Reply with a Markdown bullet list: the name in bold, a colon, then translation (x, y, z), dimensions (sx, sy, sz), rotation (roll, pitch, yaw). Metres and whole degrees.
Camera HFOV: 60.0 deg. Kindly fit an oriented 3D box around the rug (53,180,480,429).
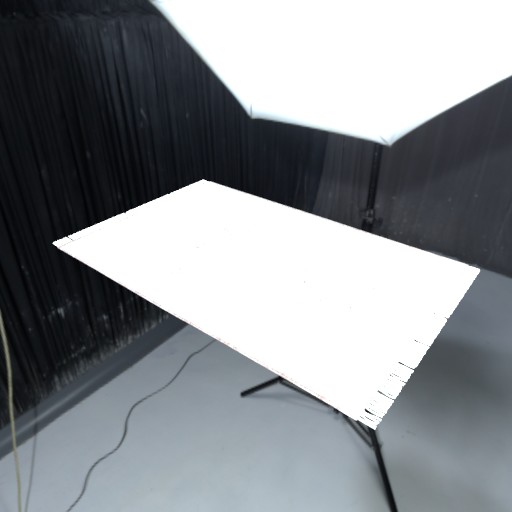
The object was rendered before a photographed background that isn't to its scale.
- **rug**: translation (0.000, 0.000, 2.953), dimensions (2.440, 0.010, 1.528), rotation (23, 38, 32)
